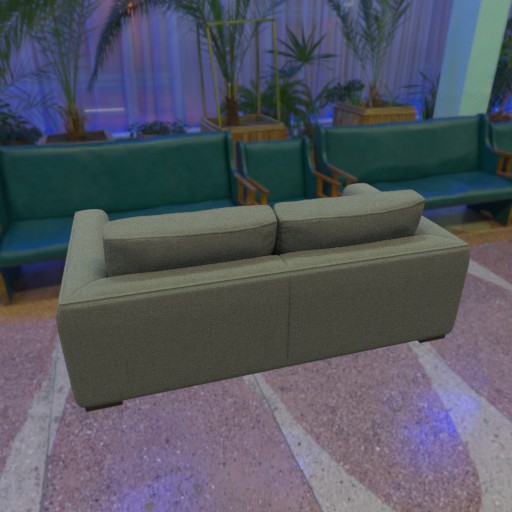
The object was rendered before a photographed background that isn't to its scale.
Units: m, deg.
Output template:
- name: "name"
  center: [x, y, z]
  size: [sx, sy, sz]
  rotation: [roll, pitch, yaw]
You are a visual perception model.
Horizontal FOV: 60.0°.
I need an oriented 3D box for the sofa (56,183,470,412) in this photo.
- name: "sofa"
  center: [0.000, 0.000, 2.425]
  size: [1.920, 0.800, 1.069]
  rotation: [-8, 28, -15]
